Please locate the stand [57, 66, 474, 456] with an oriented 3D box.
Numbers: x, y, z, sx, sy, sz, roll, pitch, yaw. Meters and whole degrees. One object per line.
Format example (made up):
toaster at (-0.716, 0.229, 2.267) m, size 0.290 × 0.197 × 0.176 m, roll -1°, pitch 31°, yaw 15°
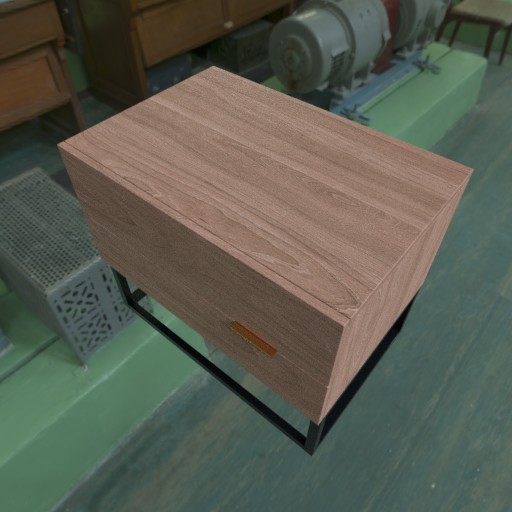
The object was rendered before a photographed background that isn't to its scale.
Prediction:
stand at (0.000, 0.000, 0.947) m, size 0.600 × 0.500 × 0.420 m, roll 32°, pitch 55°, yaw 25°
